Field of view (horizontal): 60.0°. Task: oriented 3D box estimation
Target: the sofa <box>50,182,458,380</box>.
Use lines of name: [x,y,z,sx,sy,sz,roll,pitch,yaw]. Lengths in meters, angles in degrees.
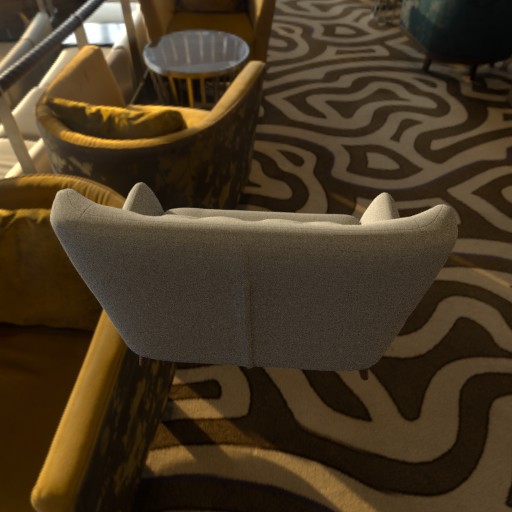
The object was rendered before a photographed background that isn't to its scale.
sofa: [0.000,0.000,1.998,1.386,1.028,0.884,3,46,3]
